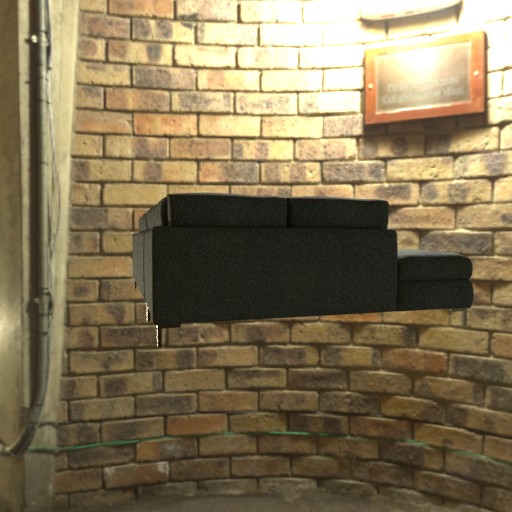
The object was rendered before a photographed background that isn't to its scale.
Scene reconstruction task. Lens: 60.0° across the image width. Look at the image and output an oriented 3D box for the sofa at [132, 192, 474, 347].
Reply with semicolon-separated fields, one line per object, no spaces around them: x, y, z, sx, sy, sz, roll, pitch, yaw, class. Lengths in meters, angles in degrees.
0.000;0.000;3.901;2.007;0.815;2.949;-1;2;-18;sofa
